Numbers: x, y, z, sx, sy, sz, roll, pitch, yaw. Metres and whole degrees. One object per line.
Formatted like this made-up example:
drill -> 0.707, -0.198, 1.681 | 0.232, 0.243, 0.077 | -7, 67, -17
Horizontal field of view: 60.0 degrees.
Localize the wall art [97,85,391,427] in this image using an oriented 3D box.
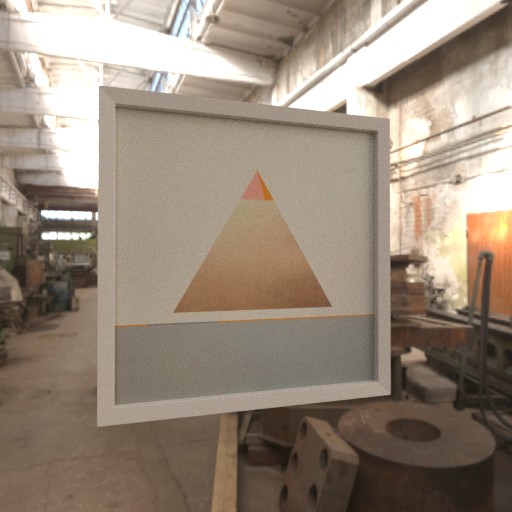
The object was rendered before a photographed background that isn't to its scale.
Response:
wall art -> 0.000, 0.000, 1.920 | 1.289, 1.291, 0.098 | 0, -1, -18
